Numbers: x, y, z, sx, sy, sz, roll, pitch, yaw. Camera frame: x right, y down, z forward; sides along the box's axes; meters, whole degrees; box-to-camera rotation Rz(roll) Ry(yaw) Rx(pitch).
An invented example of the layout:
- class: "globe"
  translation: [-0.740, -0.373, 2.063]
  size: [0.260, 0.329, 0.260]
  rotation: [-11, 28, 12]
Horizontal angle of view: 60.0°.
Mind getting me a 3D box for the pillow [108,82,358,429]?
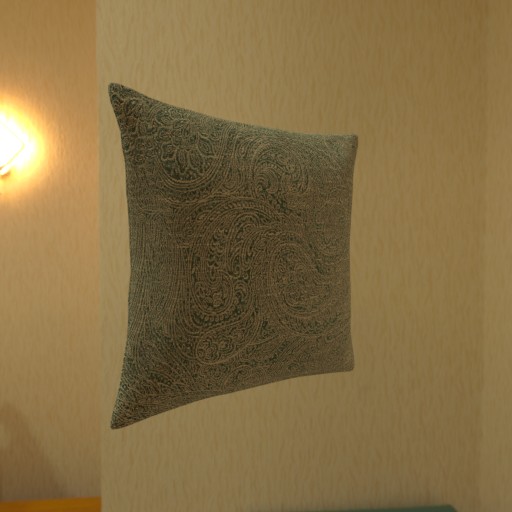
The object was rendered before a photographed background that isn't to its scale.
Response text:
- class: "pillow"
  translation: [0.000, 0.000, 0.798]
  size: [0.526, 0.507, 0.166]
  rotation: [-1, 2, -36]
